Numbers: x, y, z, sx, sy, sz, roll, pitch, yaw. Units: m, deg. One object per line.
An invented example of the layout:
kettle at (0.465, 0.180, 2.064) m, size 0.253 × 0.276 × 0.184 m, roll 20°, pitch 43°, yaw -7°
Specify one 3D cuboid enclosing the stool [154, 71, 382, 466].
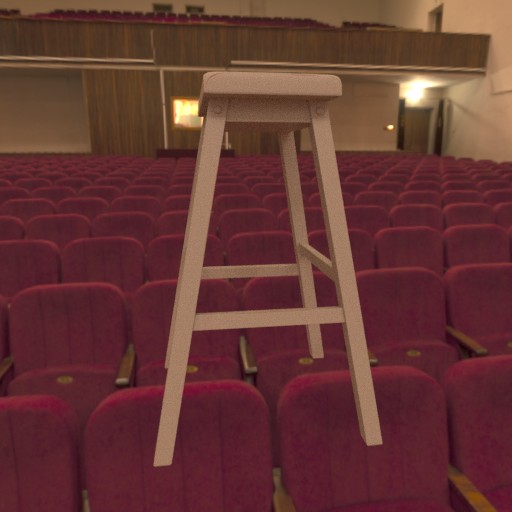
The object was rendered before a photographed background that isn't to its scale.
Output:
stool at (0.000, 0.000, 1.049) m, size 0.476 × 0.737 × 0.457 m, roll -2°, pitch 13°, yaw -8°
